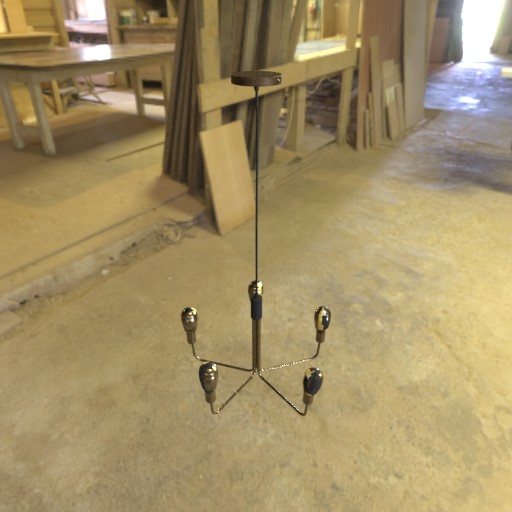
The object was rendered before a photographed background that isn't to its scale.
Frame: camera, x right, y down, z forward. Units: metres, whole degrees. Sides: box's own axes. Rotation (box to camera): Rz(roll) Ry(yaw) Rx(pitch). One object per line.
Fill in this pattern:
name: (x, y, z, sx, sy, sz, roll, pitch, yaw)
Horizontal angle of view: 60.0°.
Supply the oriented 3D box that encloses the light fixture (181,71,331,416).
light fixture: (0.000, 0.000, 1.393, 0.588, 1.059, 0.532, 19, 35, 30)
